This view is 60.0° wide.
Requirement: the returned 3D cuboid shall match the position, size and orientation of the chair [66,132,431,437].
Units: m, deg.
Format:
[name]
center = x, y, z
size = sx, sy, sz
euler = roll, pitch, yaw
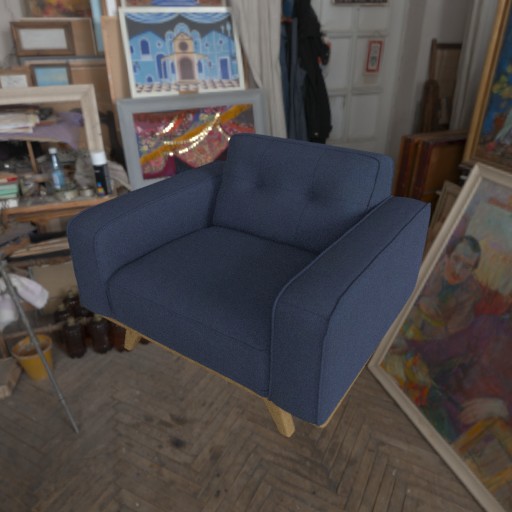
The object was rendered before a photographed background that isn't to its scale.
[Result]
[chair]
center = 0.000, 0.000, 1.789
size = 1.118, 0.783, 0.953
euler = 18, 33, 30
